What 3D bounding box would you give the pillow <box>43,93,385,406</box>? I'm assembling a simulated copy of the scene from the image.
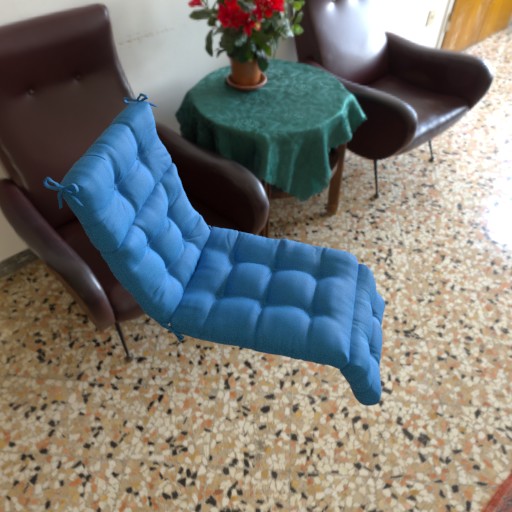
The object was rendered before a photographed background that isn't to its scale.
[{"bbox_3d":[0.000,0.000,1.521,1.016,0.863,0.526,10,47,9],"label":"pillow"}]
